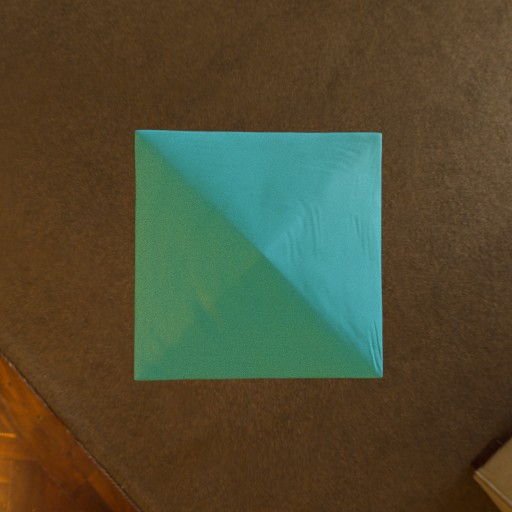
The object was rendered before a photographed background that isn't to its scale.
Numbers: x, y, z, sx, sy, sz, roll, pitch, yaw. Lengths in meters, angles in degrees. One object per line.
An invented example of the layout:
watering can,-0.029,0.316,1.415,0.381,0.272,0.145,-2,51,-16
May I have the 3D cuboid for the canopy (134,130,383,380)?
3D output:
canopy,0.000,0.000,5.101,2.849,2.850,2.850,0,89,-2
